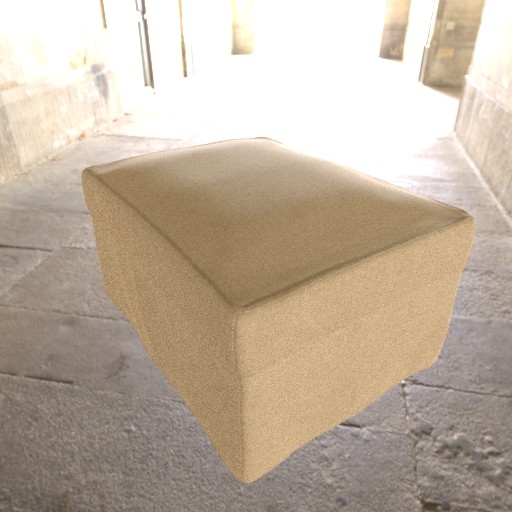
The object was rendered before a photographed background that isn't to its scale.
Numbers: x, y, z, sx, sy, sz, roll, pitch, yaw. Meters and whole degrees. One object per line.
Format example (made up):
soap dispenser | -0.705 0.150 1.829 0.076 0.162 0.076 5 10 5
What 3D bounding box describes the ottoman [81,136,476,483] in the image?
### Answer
ottoman | 0.000 0.000 1.204 0.650 0.485 0.833 -19 36 -29
